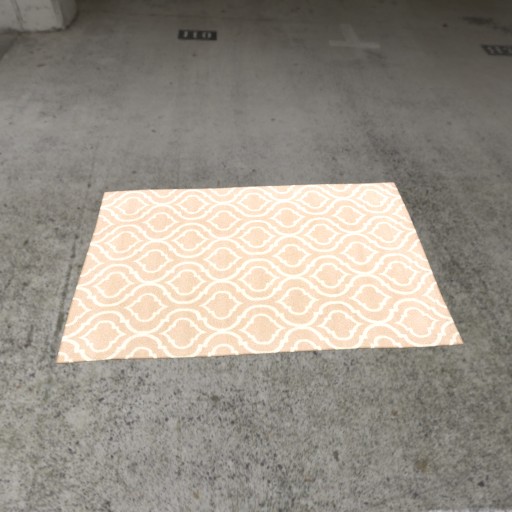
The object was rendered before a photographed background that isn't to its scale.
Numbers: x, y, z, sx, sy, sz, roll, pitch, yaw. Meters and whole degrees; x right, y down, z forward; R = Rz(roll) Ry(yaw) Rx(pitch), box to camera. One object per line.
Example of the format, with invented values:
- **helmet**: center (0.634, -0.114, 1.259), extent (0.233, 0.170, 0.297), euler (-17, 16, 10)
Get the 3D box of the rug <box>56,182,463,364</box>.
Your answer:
- **rug**: center (0.000, 0.000, 2.281), extent (1.761, 0.013, 1.152), euler (-2, 47, -2)
